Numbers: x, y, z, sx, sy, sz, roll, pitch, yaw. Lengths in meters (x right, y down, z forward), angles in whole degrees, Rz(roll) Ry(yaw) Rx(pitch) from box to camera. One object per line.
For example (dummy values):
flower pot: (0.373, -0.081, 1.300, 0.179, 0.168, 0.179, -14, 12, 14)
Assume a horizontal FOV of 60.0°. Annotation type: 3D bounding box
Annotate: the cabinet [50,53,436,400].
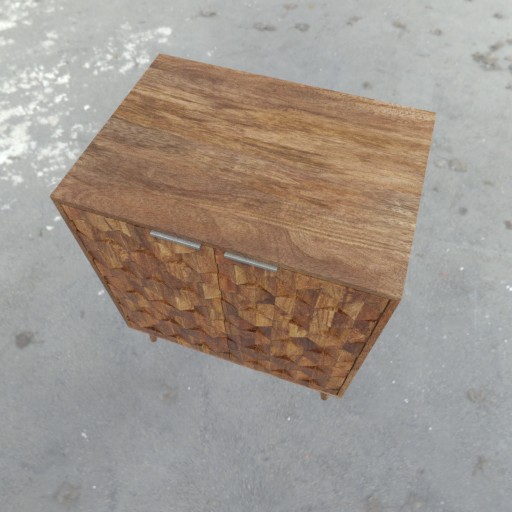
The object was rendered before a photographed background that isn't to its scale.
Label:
cabinet: (0.000, 0.000, 1.194, 0.647, 0.758, 0.473, 16, 59, 10)
